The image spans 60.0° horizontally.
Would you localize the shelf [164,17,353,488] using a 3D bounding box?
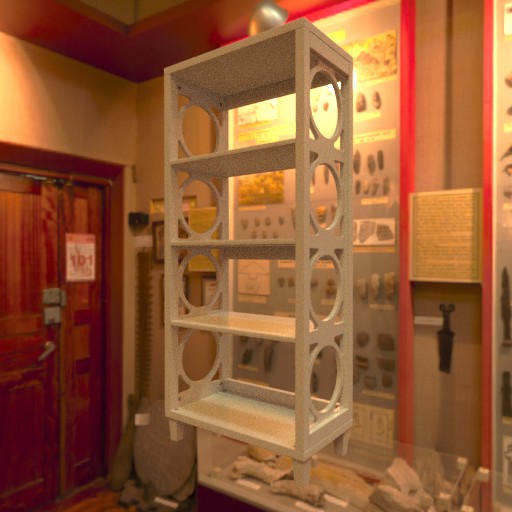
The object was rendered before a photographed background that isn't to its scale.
[{"bbox_3d":[0.000,0.000,1.625,0.611,1.411,0.340,0,1,37],"label":"shelf"}]
